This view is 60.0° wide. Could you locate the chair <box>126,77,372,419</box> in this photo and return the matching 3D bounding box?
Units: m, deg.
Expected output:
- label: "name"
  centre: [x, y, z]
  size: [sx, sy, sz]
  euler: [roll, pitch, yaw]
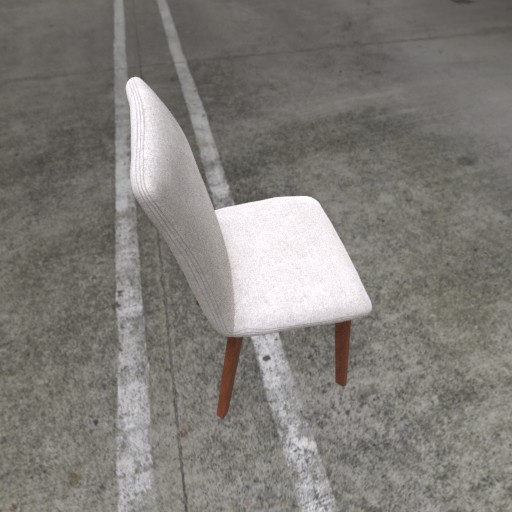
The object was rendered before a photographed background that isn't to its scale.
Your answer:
- label: "chair"
  centre: [0.000, 0.000, 1.319]
  size: [0.563, 0.974, 0.522]
  euler: [-10, 48, -9]
